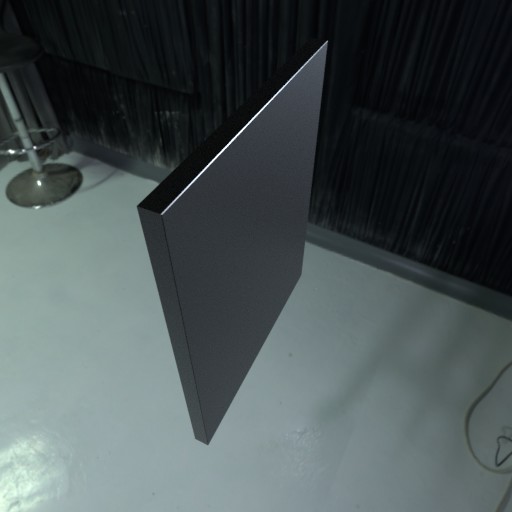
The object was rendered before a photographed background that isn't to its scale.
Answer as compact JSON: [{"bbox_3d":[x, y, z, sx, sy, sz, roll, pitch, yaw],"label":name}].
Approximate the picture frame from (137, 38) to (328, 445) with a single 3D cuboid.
[{"bbox_3d":[0.000,0.000,0.757,0.028,0.556,0.460,19,49,17],"label":"picture frame"}]
